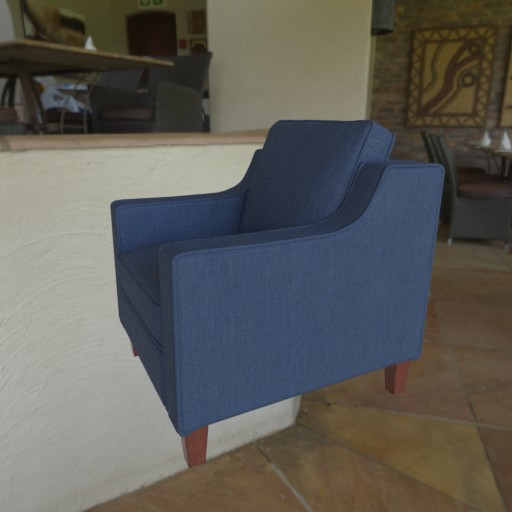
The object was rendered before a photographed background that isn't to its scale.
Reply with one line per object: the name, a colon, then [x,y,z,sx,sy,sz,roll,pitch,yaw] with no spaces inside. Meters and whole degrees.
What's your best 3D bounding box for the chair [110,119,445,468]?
chair: [0.000,0.000,1.631,0.909,0.960,0.831,-9,19,-26]
